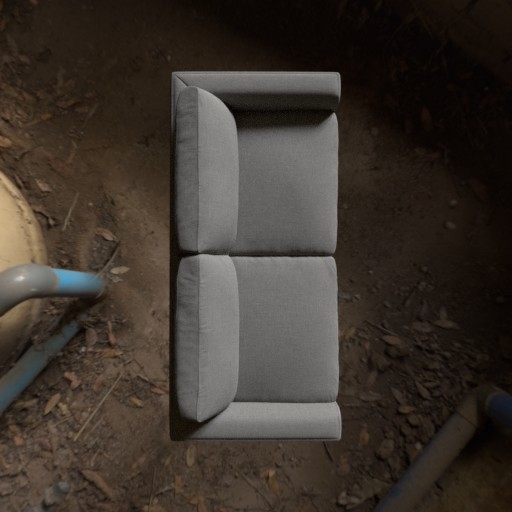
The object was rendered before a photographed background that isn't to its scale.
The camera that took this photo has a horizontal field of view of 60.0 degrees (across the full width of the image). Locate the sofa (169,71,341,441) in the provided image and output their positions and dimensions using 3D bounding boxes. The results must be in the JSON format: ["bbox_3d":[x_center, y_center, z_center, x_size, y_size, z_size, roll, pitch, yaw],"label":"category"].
[{"bbox_3d":[0.000,0.000,2.820,1.070,0.801,2.262,0,89,0],"label":"sofa"}]
